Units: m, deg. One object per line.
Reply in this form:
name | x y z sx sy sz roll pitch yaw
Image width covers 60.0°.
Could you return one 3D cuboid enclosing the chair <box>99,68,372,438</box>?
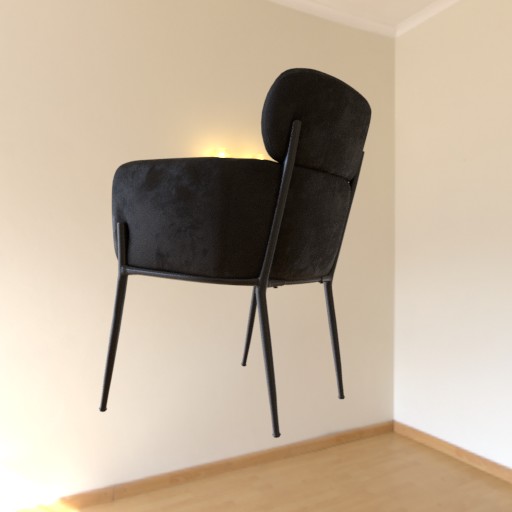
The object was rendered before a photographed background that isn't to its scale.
chair | 0.000 0.000 1.244 0.604 0.818 0.640 0 0 37
